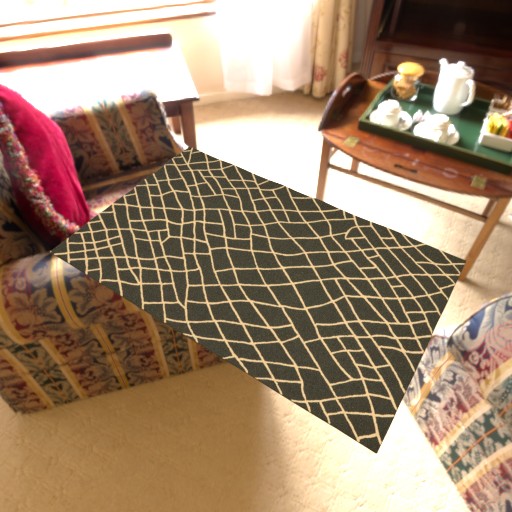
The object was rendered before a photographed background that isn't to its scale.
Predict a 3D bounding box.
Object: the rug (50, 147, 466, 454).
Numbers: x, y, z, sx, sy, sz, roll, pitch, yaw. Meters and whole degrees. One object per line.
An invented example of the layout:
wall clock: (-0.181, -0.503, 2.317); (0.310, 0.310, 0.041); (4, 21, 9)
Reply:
rug: (0.000, 0.000, 3.060); (2.448, 0.017, 1.529); (26, 53, 22)
